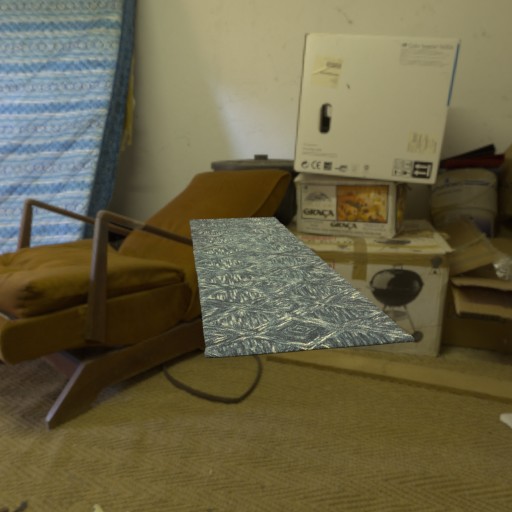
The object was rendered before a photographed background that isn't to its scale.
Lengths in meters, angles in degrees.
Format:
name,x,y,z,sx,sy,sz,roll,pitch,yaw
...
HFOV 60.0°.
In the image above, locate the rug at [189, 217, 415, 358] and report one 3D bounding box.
name,x,y,z,sx,sy,sz,roll,pitch,yaw
rug,0.000,0.000,2.532,0.719,0.013,2.306,-3,16,-9
